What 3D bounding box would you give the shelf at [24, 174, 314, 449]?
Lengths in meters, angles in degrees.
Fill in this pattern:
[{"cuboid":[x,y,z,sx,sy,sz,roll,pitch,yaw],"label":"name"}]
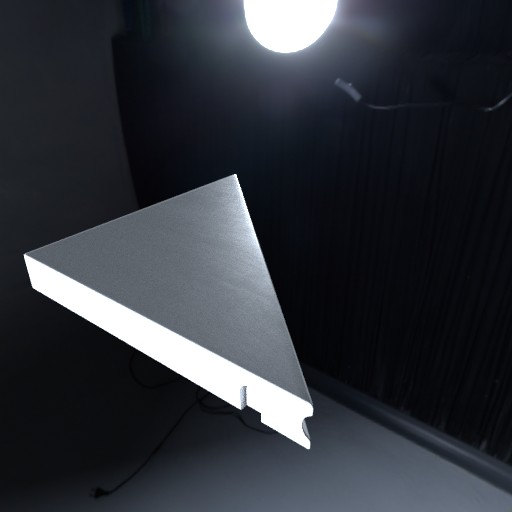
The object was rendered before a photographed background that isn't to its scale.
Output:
[{"cuboid":[0.000,0.000,0.427,0.296,0.035,0.296,19,33,32],"label":"shelf"}]
